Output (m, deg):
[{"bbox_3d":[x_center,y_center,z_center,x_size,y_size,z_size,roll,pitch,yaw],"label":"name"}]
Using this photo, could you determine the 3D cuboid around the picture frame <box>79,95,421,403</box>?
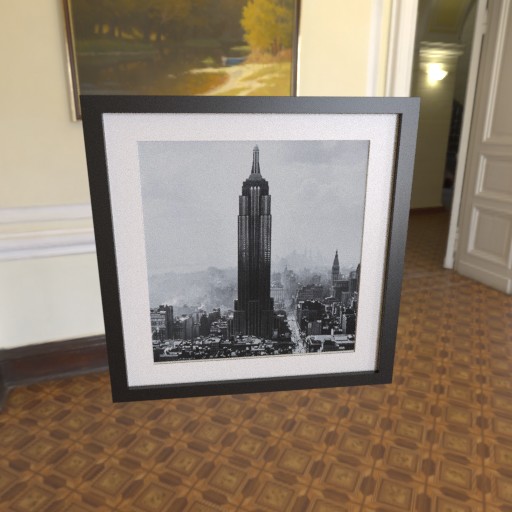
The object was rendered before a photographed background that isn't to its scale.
[{"bbox_3d":[0.000,0.000,0.522,0.355,0.353,0.029,-2,17,-6],"label":"picture frame"}]
